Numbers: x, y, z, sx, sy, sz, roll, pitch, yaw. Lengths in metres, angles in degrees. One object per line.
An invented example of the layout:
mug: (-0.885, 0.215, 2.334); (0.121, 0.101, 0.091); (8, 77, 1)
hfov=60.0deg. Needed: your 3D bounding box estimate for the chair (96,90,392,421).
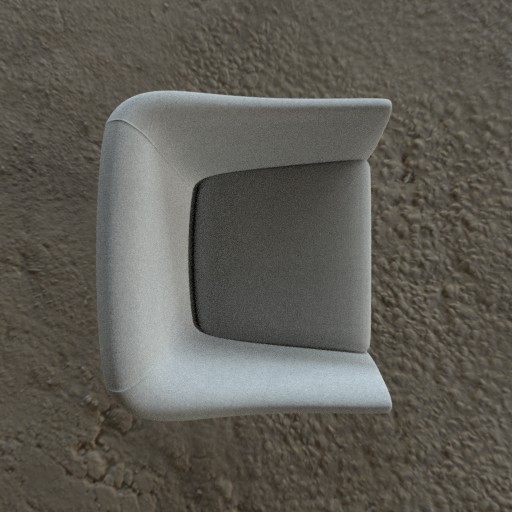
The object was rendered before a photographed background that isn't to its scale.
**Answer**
chair: (0.000, 0.000, 1.320); (0.700, 0.720, 0.790); (0, 90, 1)
